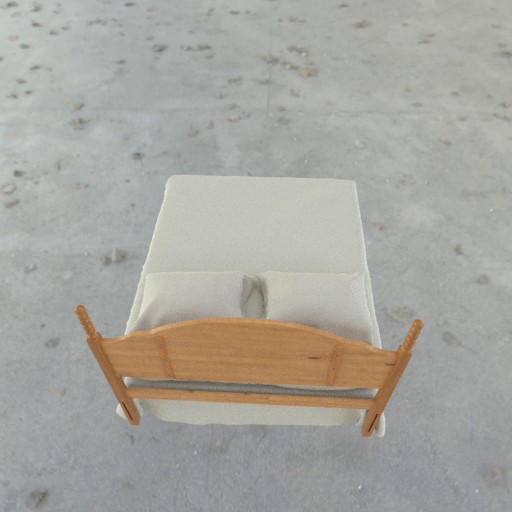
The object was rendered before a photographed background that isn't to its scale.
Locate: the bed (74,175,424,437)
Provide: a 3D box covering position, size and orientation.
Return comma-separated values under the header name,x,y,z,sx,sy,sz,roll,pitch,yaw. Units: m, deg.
name,x,y,z,sx,sy,sz,roll,pitch,yaw
bed,0.000,0.000,3.234,1.873,1.356,2.040,2,48,2
